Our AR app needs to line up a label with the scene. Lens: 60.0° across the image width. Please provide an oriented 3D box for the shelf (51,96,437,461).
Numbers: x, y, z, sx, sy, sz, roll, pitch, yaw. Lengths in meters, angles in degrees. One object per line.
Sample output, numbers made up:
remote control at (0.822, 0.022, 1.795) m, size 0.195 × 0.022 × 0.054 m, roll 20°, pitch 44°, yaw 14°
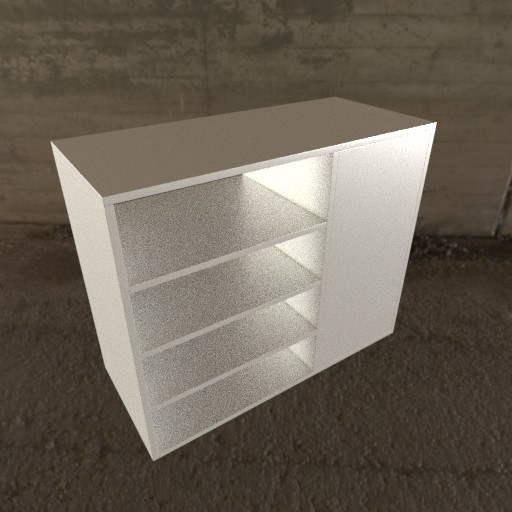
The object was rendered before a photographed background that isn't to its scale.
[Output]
shelf at (0.000, 0.000, 1.300) m, size 0.895 × 0.732 × 0.396 m, roll -19°, pitch 36°, yaw -28°
